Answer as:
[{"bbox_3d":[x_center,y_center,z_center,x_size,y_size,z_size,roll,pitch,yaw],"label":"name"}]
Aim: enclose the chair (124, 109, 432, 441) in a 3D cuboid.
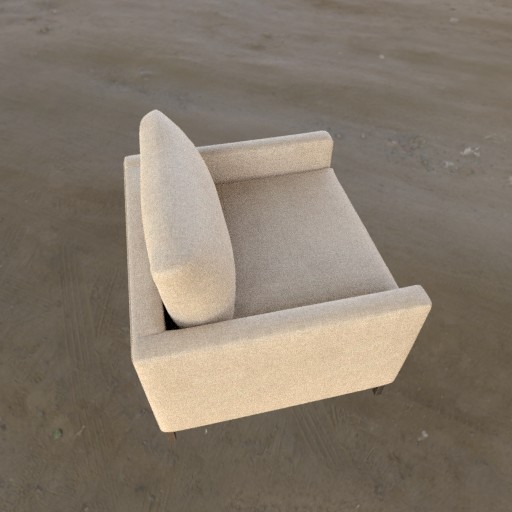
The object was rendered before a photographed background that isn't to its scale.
[{"bbox_3d":[0.000,0.000,1.641,0.866,0.861,0.963,-9,48,-9],"label":"chair"}]
